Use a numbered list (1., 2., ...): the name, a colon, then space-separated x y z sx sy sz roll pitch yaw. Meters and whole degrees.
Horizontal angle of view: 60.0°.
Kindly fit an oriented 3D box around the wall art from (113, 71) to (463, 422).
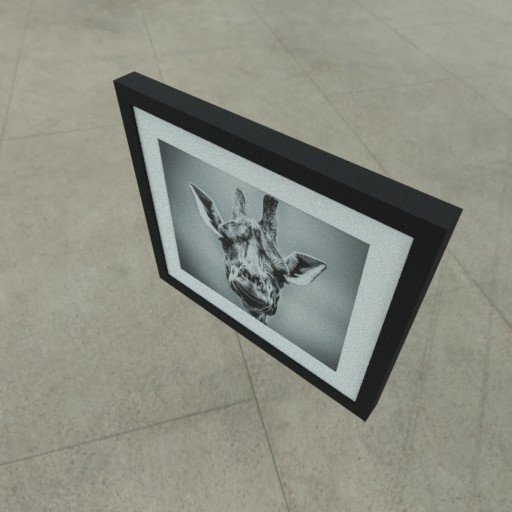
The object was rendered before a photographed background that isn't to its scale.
1. wall art: 0.000 0.000 0.530 0.381 0.330 0.031 30 53 26
